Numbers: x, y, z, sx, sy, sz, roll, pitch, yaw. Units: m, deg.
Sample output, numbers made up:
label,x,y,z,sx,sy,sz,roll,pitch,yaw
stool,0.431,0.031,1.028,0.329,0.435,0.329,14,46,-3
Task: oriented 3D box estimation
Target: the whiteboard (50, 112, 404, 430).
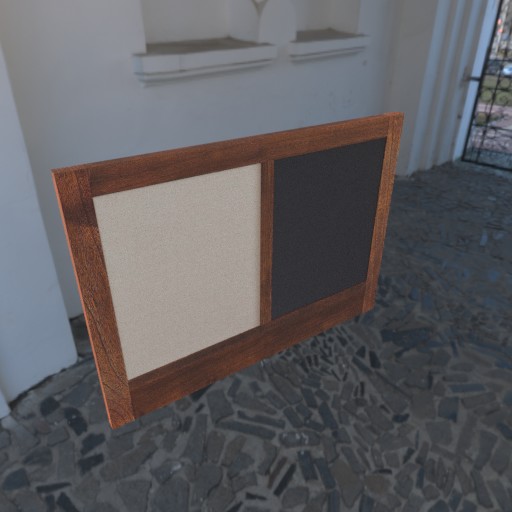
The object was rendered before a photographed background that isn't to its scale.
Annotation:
label,x,y,z,sx,sy,sz,roll,pitch,yaw
whiteboard,0.000,0.000,1.001,0.768,0.553,0.083,-18,34,-29
